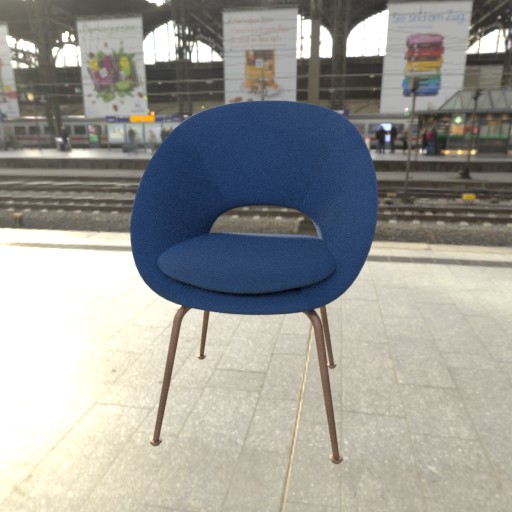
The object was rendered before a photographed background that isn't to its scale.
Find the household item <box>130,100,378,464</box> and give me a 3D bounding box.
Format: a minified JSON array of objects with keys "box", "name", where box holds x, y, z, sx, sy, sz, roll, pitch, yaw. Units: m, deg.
[{"box":[0.000,0.000,1.229,0.623,0.852,0.573,2,15,8],"name":"household item"}]
